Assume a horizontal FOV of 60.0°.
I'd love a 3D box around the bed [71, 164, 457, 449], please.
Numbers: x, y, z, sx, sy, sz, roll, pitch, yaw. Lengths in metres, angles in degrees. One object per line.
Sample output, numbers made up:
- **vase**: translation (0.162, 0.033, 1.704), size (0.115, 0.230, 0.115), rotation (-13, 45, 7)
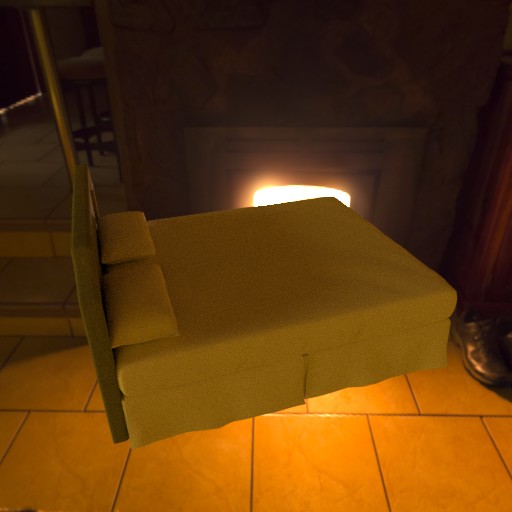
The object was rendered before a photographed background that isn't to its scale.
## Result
- **bed**: translation (0.000, 0.000, 3.479), size (2.464, 1.306, 1.977), rotation (-10, 32, -16)
